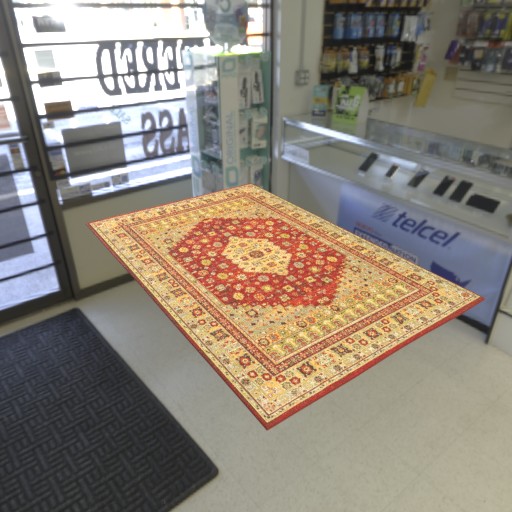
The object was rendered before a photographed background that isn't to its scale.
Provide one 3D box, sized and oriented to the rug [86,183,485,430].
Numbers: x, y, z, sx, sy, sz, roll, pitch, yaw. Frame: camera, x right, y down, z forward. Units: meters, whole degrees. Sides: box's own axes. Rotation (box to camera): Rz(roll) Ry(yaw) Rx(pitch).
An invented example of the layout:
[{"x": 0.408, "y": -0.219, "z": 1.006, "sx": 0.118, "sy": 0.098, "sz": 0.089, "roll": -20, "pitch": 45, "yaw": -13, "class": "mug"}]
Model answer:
[{"x": 0.000, "y": 0.000, "z": 2.282, "sx": 1.194, "sy": 0.013, "sz": 1.802, "roll": -19, "pitch": 34, "yaw": -30, "class": "rug"}]
